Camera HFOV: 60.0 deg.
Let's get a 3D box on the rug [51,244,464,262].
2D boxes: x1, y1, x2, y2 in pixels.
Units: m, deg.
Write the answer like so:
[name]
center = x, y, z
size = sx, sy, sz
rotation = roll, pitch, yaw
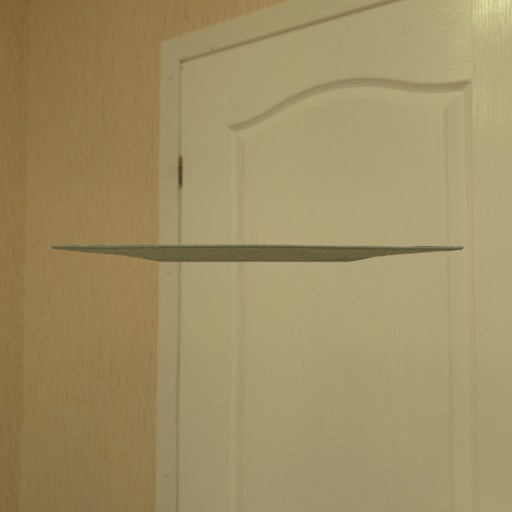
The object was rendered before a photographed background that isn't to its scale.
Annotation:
[rug]
center = 0.000, 0.000, 4.240
size = 2.461, 0.046, 3.237
rotation = 0, -2, -1
